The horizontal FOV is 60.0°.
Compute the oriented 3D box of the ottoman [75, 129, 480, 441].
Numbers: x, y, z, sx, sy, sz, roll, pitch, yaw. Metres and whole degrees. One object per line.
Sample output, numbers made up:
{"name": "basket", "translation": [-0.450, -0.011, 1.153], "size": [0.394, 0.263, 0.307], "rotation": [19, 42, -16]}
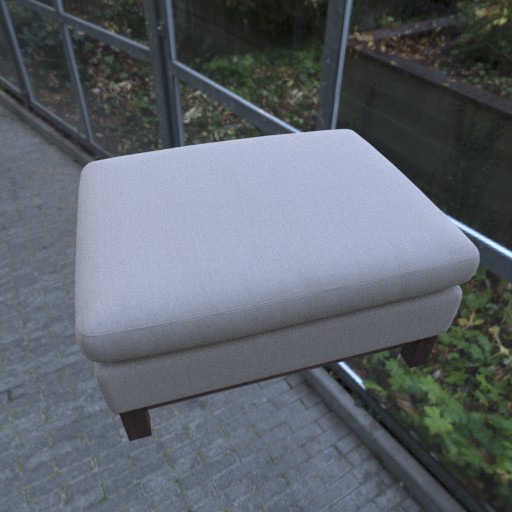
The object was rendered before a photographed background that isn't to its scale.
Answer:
{"name": "ottoman", "translation": [0.000, 0.000, 1.077], "size": [0.771, 0.420, 0.606], "rotation": [-10, 41, -12]}
